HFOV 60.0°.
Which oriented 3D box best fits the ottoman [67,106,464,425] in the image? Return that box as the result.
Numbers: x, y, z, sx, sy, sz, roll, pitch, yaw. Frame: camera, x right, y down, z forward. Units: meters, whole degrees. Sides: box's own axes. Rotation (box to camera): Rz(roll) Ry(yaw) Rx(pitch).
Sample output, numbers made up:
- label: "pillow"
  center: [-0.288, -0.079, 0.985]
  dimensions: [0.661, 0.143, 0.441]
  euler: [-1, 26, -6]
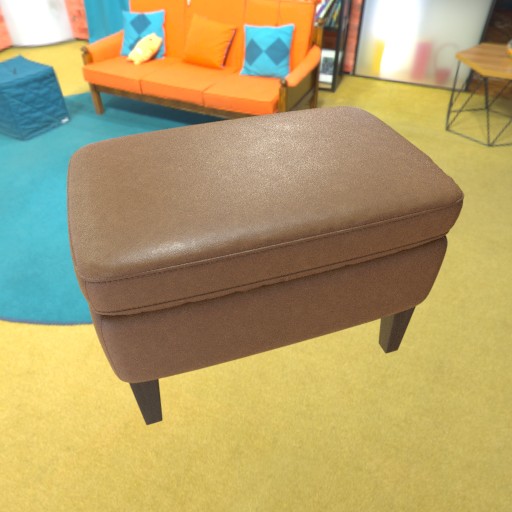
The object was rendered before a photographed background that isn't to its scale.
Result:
- label: "ottoman"
  center: [0.000, 0.000, 0.953]
  dimensions: [0.670, 0.480, 0.420]
  euler: [-13, 43, -14]
